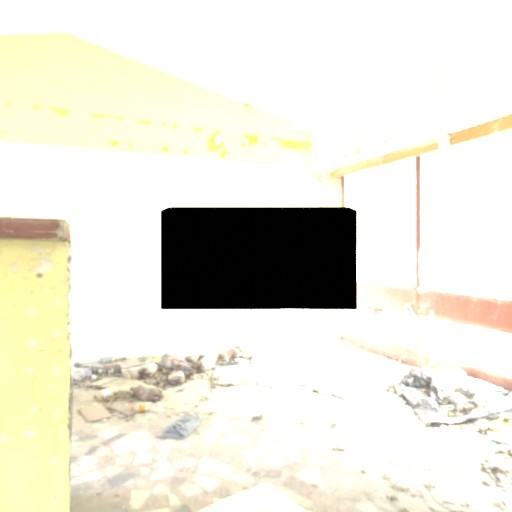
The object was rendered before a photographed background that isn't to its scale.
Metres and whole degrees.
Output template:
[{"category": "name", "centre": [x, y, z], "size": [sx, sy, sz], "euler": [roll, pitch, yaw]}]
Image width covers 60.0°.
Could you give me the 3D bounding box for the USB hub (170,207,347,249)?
[{"category": "USB hub", "centre": [0.000, 0.000, 0.125], "size": [0.044, 0.023, 0.110], "euler": [0, 1, -1]}]
